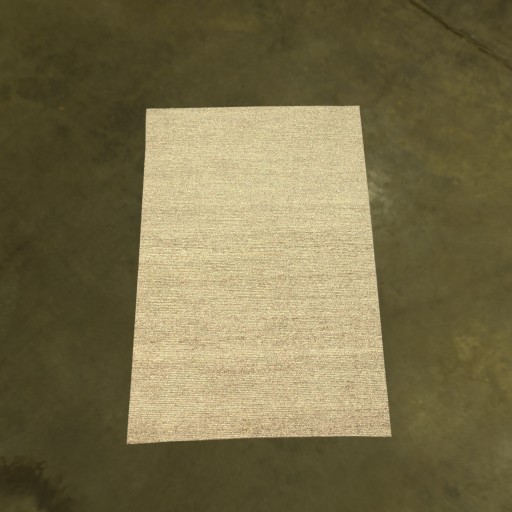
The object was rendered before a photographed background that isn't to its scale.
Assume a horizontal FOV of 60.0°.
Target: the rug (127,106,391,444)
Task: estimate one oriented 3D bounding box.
[{"bbox_3d":[0.000,0.000,3.006,1.609,0.030,2.342,-1,74,0],"label":"rug"}]
